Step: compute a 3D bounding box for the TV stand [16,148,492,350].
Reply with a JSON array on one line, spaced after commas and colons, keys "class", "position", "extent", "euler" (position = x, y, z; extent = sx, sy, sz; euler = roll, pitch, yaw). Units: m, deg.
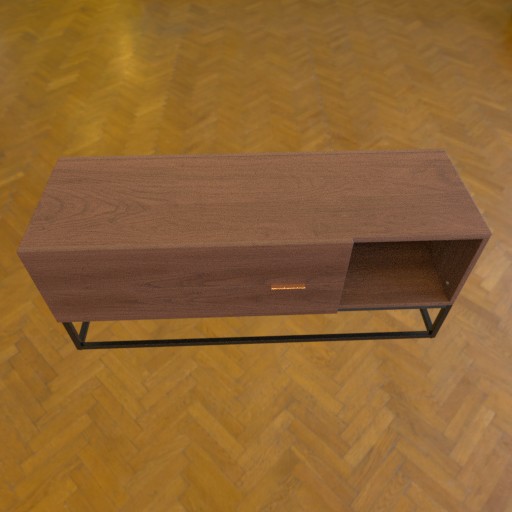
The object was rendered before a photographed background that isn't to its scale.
[{"class": "TV stand", "position": [0.000, 0.000, 1.423], "extent": [1.200, 0.500, 0.415], "euler": [-2, 48, -1]}]
